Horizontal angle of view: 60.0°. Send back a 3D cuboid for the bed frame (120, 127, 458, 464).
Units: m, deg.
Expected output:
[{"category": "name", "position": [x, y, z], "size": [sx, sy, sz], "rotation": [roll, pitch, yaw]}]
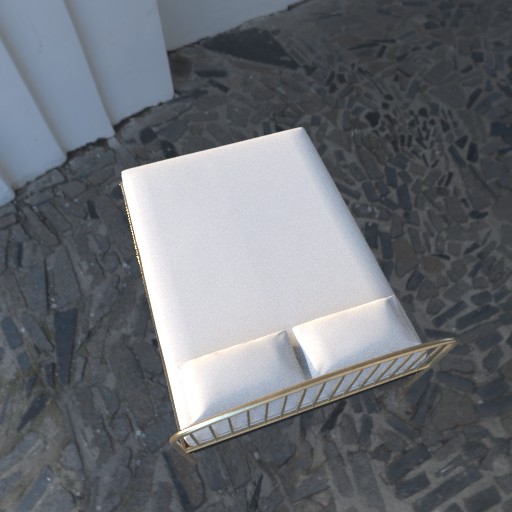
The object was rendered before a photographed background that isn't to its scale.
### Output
[{"category": "bed frame", "position": [0.000, 0.000, 3.096], "size": [1.612, 1.175, 2.152], "rotation": [-16, 61, -9]}]
